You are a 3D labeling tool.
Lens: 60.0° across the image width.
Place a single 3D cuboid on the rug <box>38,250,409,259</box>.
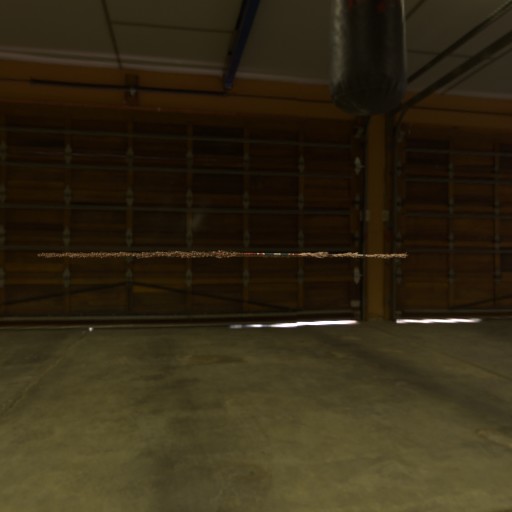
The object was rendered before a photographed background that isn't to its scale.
[{"bbox_3d":[0.000,0.000,3.194,1.778,0.048,2.450,0,0,35],"label":"rug"}]
